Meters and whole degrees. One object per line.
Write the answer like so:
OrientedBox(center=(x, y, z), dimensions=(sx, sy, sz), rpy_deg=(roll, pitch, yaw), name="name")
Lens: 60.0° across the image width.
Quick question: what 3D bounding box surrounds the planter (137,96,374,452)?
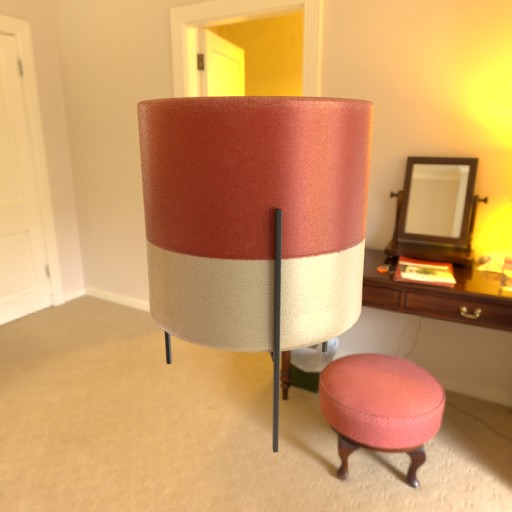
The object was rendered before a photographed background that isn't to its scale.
OrientedBox(center=(0.000, 0.000, 0.716), dimensions=(0.345, 0.465, 0.354), rpy_deg=(-2, 16, -8), name="planter")
